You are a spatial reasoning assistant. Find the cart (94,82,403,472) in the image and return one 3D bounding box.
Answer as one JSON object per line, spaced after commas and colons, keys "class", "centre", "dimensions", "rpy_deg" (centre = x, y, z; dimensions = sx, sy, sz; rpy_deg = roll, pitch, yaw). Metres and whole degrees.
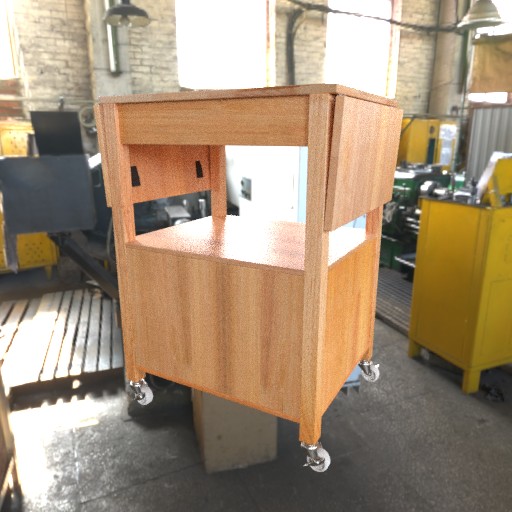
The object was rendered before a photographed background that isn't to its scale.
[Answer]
{"class": "cart", "centre": [0.000, 0.000, 1.250], "dimensions": [0.640, 0.838, 0.508], "rpy_deg": [8, 17, 28]}
